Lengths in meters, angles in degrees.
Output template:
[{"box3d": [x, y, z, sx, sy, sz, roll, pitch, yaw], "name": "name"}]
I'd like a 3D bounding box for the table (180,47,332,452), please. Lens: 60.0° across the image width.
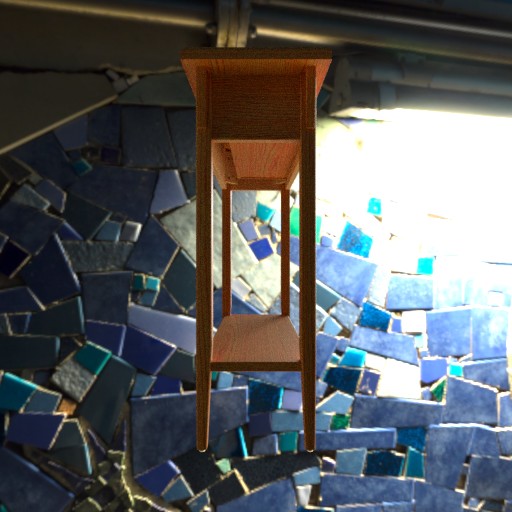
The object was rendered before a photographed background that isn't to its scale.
[{"box3d": [0.000, 0.000, 1.126, 0.254, 0.711, 0.762, 0, 0, 0], "name": "table"}]
